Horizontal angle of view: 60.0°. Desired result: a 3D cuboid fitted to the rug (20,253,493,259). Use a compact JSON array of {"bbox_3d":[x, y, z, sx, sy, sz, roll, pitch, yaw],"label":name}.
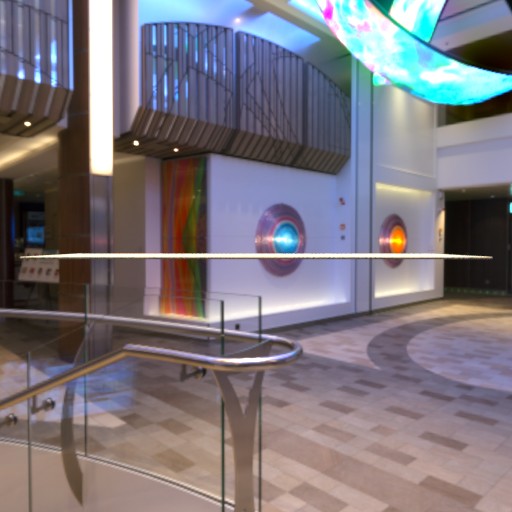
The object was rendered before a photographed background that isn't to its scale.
[{"bbox_3d":[0.000,0.000,2.675,2.452,0.012,0.775,0,2,0],"label":"rug"}]
